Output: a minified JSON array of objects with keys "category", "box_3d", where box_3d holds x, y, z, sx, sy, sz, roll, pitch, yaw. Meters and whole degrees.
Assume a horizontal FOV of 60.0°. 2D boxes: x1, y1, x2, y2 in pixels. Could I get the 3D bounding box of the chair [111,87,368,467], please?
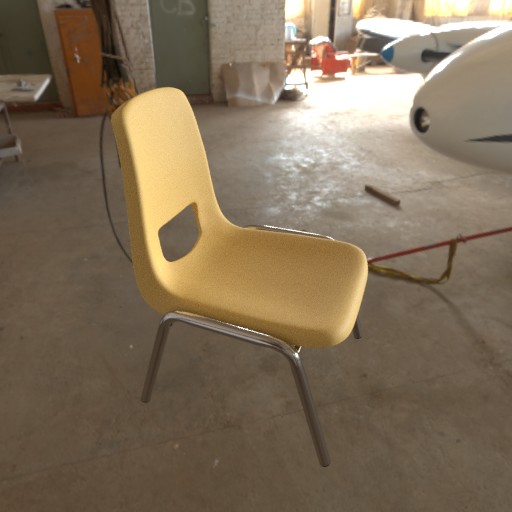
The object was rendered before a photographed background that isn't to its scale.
[{"category":"chair","box_3d":[0.000,0.000,0.787,0.385,0.536,0.354,11,32,18]}]
